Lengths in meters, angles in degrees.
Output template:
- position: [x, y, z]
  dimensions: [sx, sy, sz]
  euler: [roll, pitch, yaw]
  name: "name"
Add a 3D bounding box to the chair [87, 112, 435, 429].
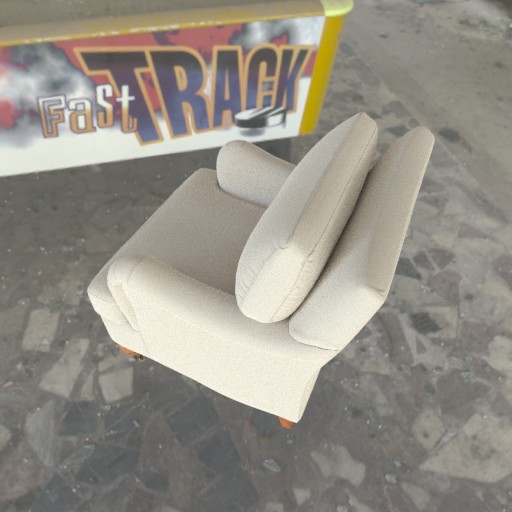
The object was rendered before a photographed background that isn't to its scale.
- position: [0.000, 0.000, 1.824]
  dimensions: [1.070, 1.038, 0.955]
  euler: [17, 48, 17]
  name: "chair"
